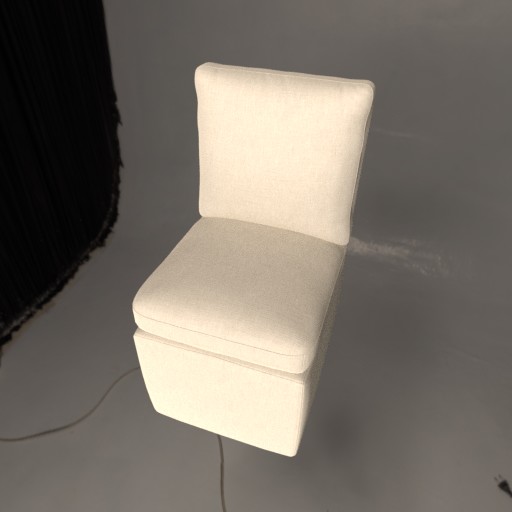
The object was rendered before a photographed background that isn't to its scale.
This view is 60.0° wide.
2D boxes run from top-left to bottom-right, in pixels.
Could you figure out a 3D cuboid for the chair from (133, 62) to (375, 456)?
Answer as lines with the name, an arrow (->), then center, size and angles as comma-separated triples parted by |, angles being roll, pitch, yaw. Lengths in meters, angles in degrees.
chair -> 0.000, 0.000, 1.310 | 0.503, 0.927, 0.698 | 13, 42, 15
